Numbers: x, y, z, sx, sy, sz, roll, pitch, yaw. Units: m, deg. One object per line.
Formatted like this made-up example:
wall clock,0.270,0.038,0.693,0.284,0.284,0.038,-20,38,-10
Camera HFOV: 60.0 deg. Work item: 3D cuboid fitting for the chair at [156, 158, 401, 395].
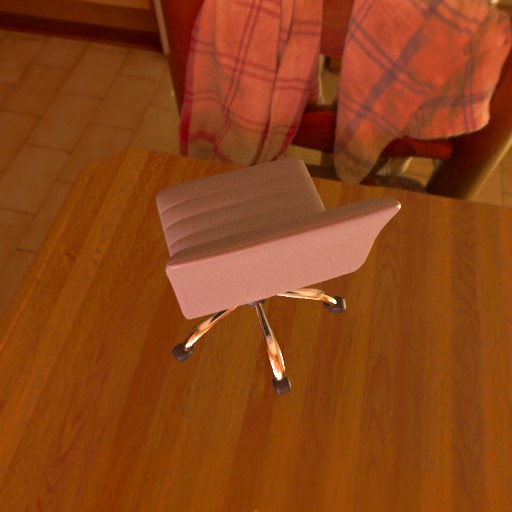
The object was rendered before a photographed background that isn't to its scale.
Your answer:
chair,0.000,0.000,1.107,0.569,0.750,0.542,-15,61,-9
